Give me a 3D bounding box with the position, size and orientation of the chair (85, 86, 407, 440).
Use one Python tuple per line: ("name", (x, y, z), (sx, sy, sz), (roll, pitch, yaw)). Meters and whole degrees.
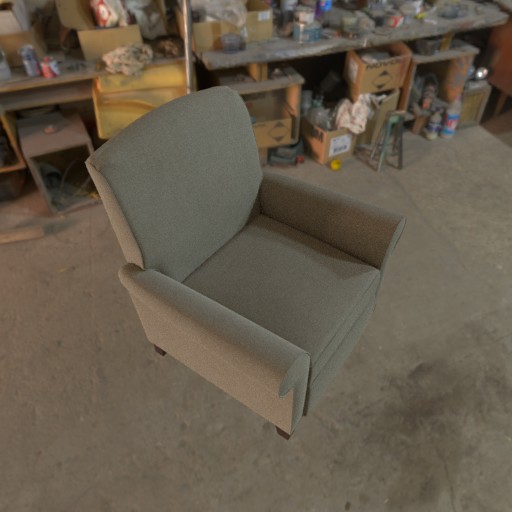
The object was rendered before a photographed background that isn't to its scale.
("chair", (0.000, 0.000, 1.809), (0.905, 1.061, 0.978), (26, 49, 25))
